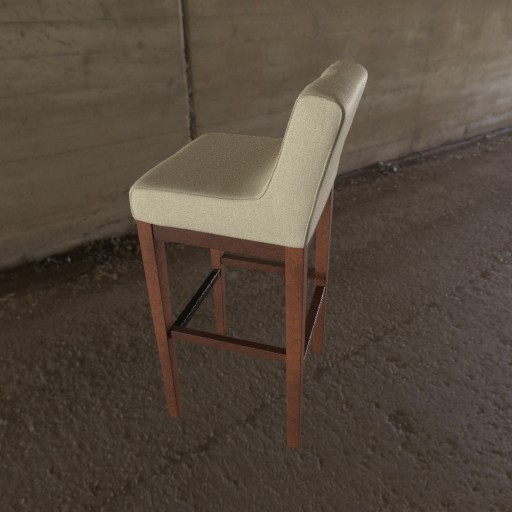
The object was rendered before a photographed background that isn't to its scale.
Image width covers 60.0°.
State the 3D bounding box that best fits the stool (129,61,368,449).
[{"bbox_3d":[0.000,0.000,1.318,0.500,1.037,0.511,9,32,14],"label":"stool"}]
